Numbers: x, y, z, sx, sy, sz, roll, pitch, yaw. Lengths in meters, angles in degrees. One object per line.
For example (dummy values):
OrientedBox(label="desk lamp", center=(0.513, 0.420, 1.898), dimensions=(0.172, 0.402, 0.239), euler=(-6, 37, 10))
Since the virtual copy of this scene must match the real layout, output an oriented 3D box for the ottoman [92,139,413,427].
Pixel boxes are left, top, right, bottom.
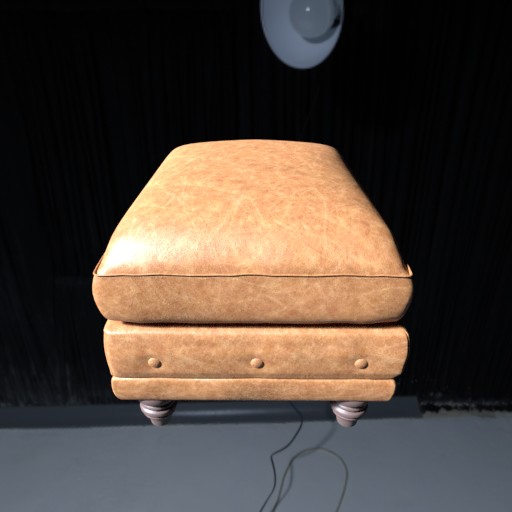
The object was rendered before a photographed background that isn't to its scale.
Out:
OrientedBox(label="ottoman", center=(0.000, 0.000, 1.063), dimensions=(0.533, 0.480, 0.710), euler=(0, 27, 0))
